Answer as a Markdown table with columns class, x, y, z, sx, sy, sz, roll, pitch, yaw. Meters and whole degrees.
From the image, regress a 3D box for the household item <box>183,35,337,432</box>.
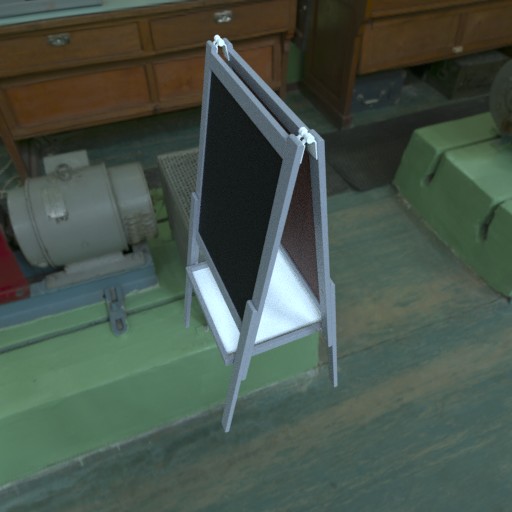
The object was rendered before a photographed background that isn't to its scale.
| class | x | y | z | sx | sy | sz | roll | pitch | yaw |
| --- | --- | --- | --- | --- | --- | --- | --- | --- | --- |
| household item | 0.000 | 0.000 | 1.420 | 0.469 | 1.172 | 0.531 | -17 | 49 | -15 |
